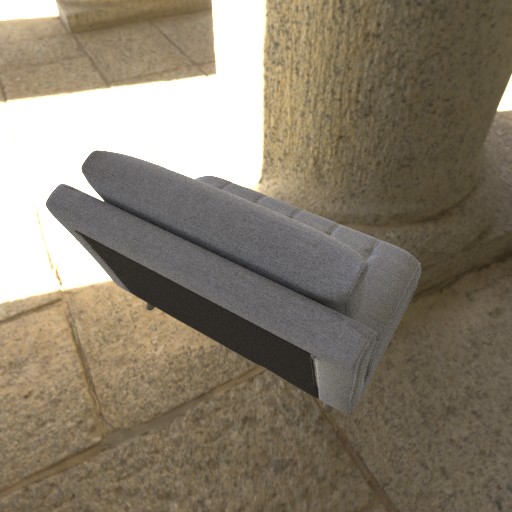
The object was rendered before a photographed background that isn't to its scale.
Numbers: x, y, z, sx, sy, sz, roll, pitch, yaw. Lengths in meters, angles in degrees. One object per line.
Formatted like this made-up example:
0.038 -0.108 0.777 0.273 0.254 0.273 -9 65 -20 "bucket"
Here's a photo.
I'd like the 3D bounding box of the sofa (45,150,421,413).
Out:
0.000 0.000 1.846 1.220 0.910 0.910 25 51 22 "sofa"
